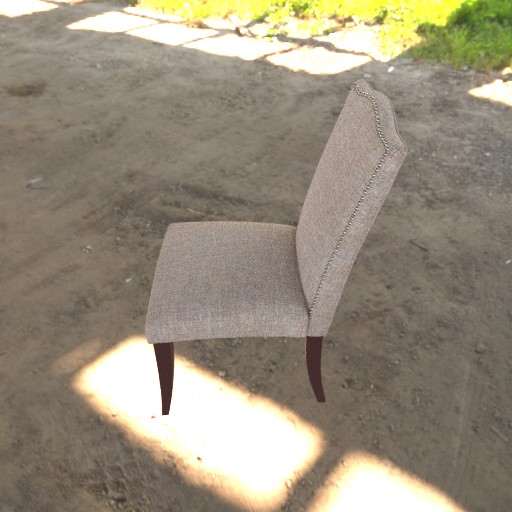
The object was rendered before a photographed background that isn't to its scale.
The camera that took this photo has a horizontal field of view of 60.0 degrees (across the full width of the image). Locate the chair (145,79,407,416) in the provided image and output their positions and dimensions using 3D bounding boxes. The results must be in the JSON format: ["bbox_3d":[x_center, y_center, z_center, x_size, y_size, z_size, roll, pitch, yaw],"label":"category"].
[{"bbox_3d":[0.000,0.000,1.409,0.660,1.016,0.513,0,40,-1],"label":"chair"}]
